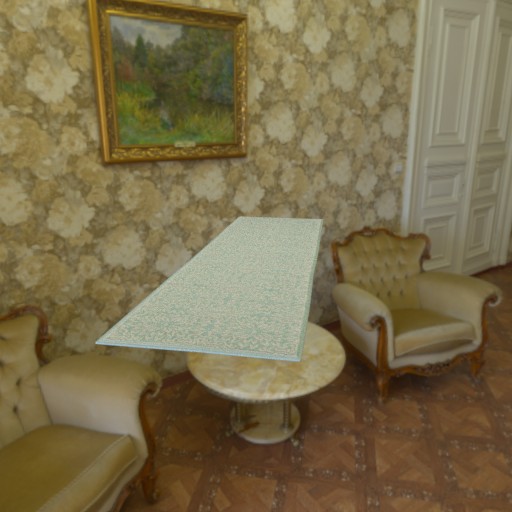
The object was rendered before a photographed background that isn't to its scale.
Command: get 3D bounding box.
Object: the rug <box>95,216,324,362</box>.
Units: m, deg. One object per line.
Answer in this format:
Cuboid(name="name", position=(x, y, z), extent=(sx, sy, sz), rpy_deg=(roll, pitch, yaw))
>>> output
Cuboid(name="rug", position=(0.000, 0.000, 2.405), extent=(0.662, 0.011, 2.196), rpy_deg=(3, 16, 10))
